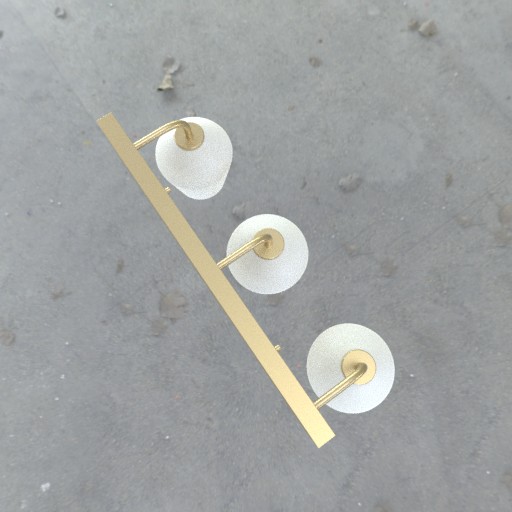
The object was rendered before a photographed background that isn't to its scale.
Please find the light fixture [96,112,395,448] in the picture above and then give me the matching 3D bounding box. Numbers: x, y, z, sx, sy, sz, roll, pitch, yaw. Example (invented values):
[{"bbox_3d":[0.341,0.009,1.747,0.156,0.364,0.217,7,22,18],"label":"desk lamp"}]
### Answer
[{"bbox_3d":[0.000,0.000,0.732,0.190,0.280,0.609,-34,78,-8],"label":"light fixture"}]
